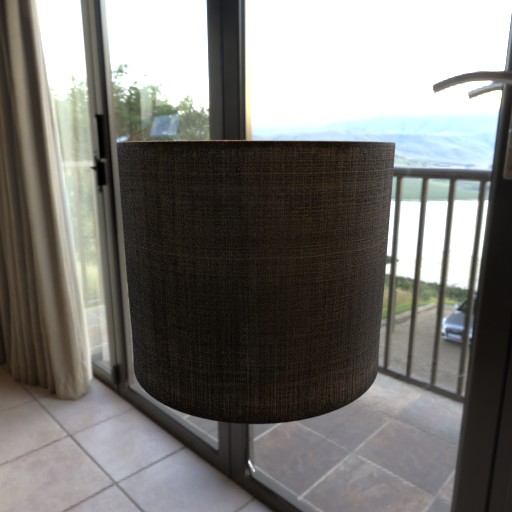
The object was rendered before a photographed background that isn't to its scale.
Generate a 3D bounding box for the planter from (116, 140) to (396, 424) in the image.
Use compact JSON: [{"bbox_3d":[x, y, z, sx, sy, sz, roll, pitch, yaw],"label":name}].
[{"bbox_3d":[0.000,0.000,0.448,0.254,0.221,0.254,0,13,0],"label":"planter"}]
